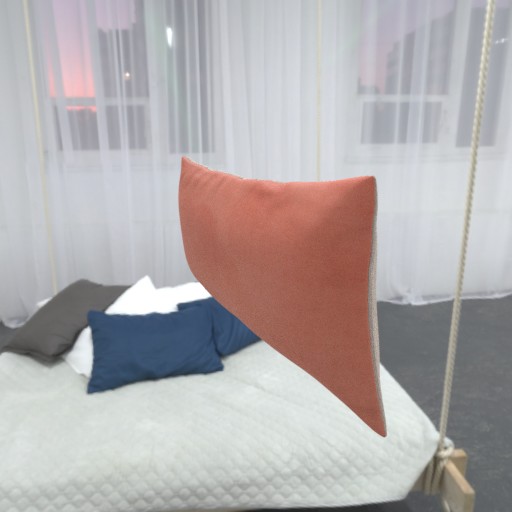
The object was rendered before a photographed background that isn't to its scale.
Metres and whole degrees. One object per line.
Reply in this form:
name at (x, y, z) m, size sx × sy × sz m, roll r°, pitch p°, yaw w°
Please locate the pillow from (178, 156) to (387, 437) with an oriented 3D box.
pillow at (0.000, 0.000, 0.736) m, size 0.155 × 0.307 × 0.608 m, roll -7°, pitch 16°, yaw -26°
